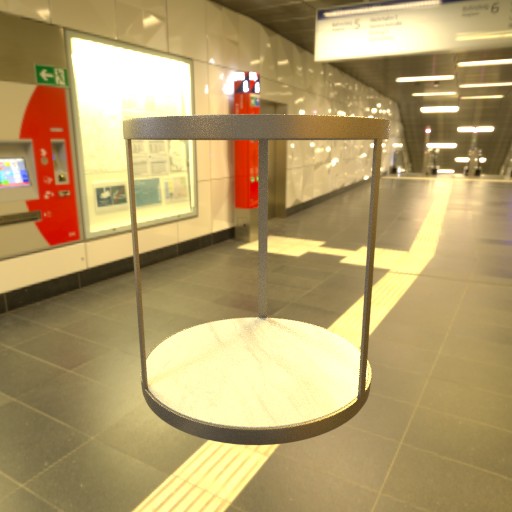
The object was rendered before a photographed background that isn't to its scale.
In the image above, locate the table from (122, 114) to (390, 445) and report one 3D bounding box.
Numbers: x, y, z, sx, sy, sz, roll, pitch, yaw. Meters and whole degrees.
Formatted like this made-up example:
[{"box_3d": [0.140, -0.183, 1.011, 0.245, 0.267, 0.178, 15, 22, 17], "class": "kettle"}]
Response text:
[{"box_3d": [0.000, 0.000, 0.827, 0.445, 0.479, 0.445, 0, 14, 0], "class": "table"}]
